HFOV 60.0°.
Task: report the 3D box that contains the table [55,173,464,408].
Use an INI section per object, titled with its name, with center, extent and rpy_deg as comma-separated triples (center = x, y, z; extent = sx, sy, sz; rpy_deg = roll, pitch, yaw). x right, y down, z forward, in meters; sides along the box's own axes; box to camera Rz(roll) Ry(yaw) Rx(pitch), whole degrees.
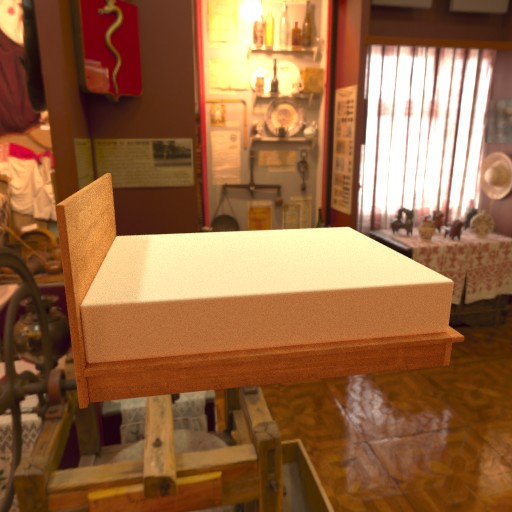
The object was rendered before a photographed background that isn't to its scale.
[table]
center = 0.000, 0.000, 3.115
extent = 2.149, 1.041, 1.707
rpy_deg = -3, 16, -10
